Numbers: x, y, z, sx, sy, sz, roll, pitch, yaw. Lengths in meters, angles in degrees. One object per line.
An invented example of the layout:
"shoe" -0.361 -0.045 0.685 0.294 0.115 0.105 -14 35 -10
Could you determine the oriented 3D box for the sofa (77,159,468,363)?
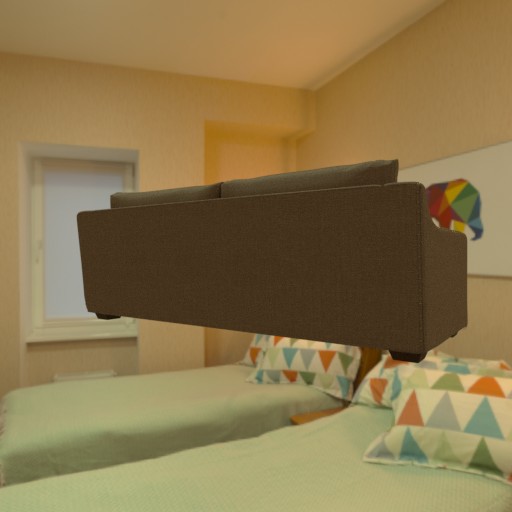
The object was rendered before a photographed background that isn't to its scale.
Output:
"sofa" 0.000 0.000 2.697 2.208 0.857 1.000 0 1 35
